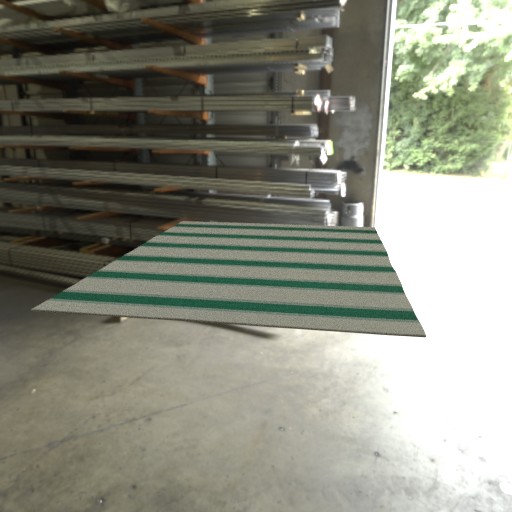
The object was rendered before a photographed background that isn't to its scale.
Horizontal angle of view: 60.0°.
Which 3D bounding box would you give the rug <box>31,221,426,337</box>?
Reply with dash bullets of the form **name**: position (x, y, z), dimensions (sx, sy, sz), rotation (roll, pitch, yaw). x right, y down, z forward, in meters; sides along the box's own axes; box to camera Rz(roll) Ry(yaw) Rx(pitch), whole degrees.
- **rug**: position (0.000, 0.000, 4.100), dimensions (2.434, 0.019, 3.041), rotation (2, 16, 9)
